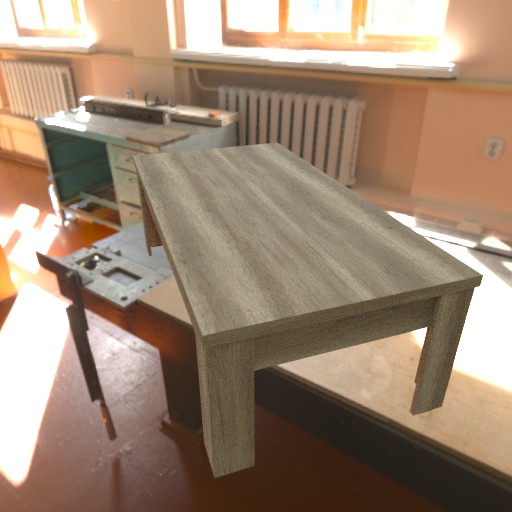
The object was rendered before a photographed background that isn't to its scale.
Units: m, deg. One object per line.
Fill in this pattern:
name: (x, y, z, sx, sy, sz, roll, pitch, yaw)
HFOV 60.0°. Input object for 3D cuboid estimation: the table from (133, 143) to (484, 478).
table: (0.000, 0.000, 1.645, 0.700, 0.460, 1.350, -10, 30, -17)
